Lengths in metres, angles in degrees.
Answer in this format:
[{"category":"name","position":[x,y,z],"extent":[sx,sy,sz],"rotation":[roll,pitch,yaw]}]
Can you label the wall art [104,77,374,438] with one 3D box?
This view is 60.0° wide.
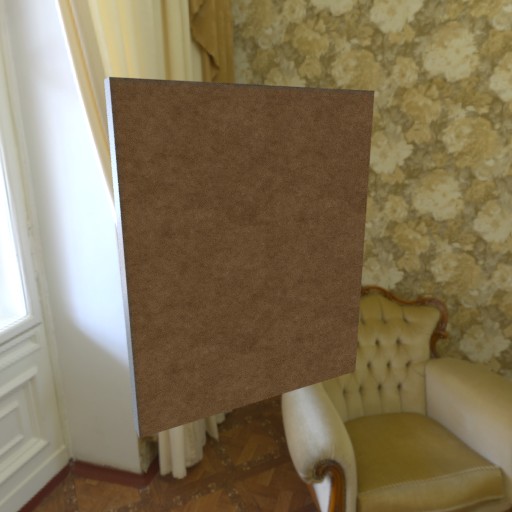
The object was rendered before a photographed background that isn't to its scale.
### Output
[{"category":"wall art","position":[0.000,0.000,0.770],"extent":[0.453,0.554,0.037],"rotation":[-8,18,-27]}]
